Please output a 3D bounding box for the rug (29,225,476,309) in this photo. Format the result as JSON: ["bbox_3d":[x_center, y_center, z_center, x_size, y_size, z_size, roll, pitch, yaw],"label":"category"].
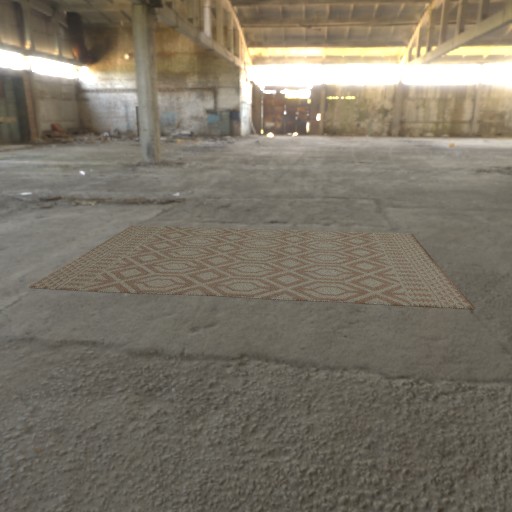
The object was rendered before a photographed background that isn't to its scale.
[{"bbox_3d":[0.000,0.000,3.106,2.435,0.011,1.526,2,18,7],"label":"rug"}]
